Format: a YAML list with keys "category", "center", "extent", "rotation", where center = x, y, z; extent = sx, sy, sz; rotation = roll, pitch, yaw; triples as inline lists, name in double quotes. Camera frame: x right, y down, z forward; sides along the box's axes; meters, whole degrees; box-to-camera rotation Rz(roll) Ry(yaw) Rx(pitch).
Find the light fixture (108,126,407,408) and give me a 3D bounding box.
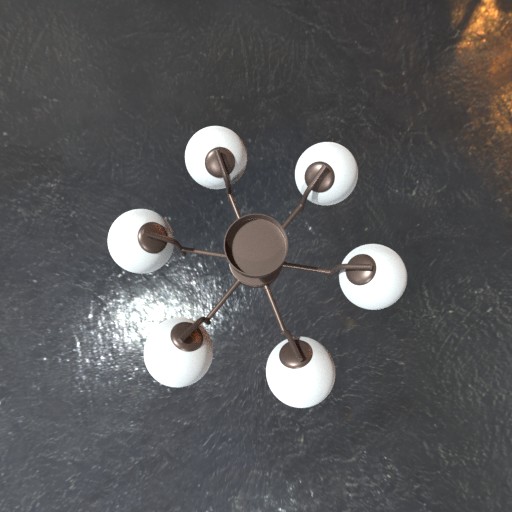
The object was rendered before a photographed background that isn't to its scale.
- category: "light fixture"
  center: [0.000, 0.000, 0.956]
  extent: [0.662, 0.201, 0.662]
  rotation: [0, 77, 0]
